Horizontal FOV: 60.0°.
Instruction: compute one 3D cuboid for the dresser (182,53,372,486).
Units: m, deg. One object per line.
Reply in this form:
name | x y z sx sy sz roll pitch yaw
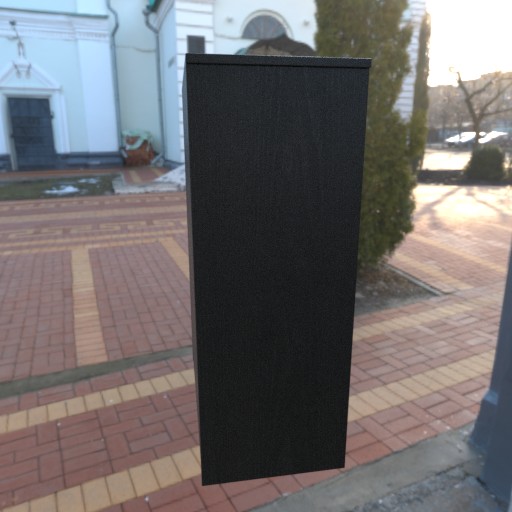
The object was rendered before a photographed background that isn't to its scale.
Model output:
dresser | 0.000 0.000 1.357 0.398 1.020 0.700 -3 15 -9
